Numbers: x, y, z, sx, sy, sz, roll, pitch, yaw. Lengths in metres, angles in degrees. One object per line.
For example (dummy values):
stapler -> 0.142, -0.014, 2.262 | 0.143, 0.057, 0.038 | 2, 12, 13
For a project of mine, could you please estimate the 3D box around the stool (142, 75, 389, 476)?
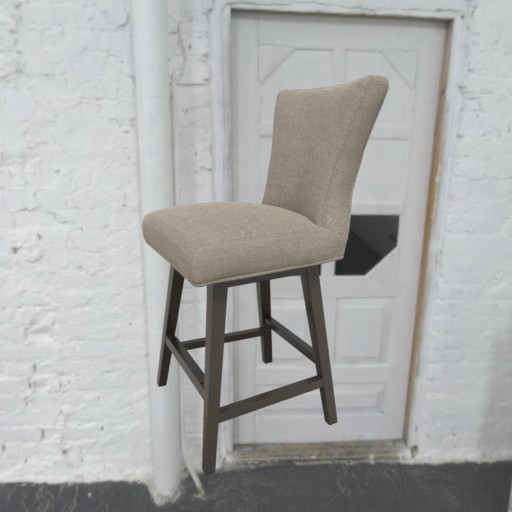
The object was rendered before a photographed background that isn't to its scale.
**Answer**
stool -> 0.000, 0.000, 1.345 | 0.574, 1.000, 0.514 | -8, 17, -26
